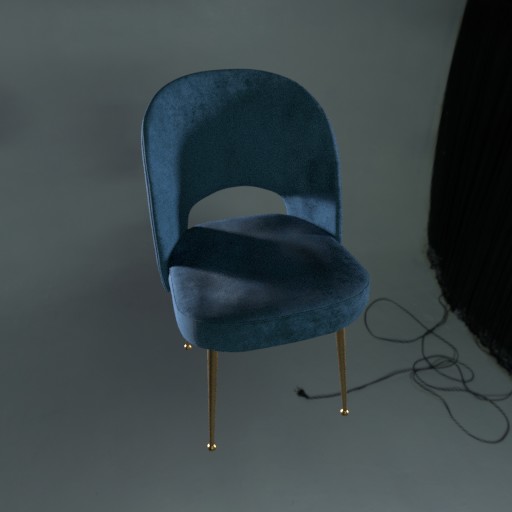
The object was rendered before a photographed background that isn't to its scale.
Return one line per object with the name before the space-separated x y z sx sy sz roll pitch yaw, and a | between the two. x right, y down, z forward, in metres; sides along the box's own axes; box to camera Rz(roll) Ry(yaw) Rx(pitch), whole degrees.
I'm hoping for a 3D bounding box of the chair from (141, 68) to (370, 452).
chair | 0.000 0.000 1.209 0.527 0.860 0.577 -9 34 -14
